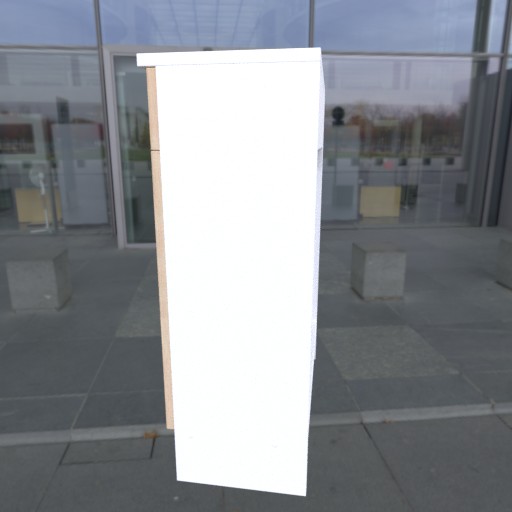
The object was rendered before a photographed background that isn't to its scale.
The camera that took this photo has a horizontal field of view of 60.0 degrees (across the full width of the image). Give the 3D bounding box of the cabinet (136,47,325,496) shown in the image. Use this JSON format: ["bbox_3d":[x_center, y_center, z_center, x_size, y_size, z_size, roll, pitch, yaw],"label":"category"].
[{"bbox_3d":[0.000,0.000,1.081,0.296,0.815,0.600,2,14,9],"label":"cabinet"}]
